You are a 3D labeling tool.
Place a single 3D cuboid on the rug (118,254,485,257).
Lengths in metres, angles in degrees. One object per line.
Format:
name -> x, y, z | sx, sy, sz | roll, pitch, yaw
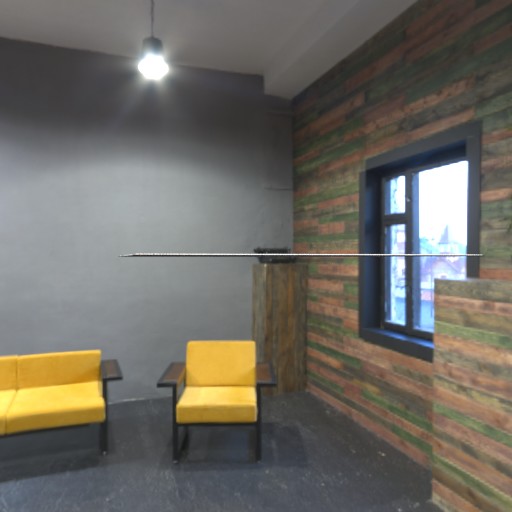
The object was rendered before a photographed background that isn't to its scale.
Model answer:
rug -> 0.000, 0.000, 4.191 | 2.438, 0.012, 3.048 | 0, 0, -18
